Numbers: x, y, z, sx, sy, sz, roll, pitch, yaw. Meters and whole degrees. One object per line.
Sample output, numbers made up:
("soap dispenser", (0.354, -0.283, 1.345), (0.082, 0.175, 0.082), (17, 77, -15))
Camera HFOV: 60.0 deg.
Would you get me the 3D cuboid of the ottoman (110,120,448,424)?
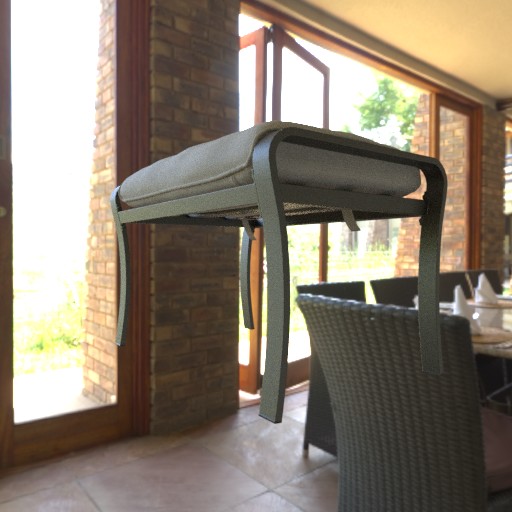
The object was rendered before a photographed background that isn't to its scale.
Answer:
("ottoman", (0.000, 0.000, 0.921), (0.406, 0.422, 0.610), (0, 1, -36))
